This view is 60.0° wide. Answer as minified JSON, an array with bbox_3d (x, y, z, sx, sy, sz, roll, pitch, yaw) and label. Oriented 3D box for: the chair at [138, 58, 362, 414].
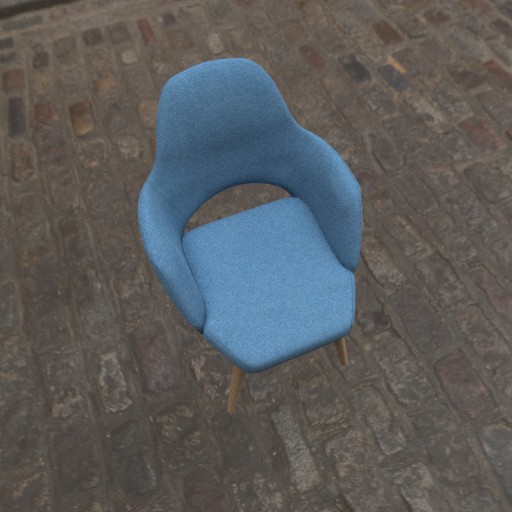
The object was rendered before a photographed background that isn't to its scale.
[{"bbox_3d":[0.000,0.000,1.349,0.589,0.920,0.666,-20,64,-10],"label":"chair"}]
